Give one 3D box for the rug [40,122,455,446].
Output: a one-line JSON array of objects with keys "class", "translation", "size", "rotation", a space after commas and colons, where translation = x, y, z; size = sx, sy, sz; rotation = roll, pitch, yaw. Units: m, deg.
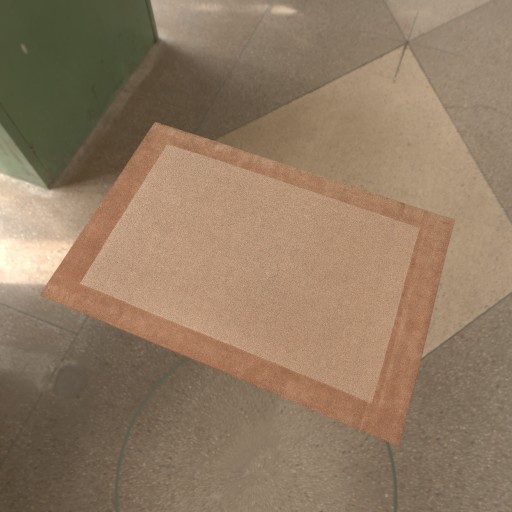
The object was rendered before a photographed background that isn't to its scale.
[{"class": "rug", "translation": [0.000, 0.000, 2.302], "size": [1.829, 0.014, 1.219], "rotation": [20, 65, 10]}]
